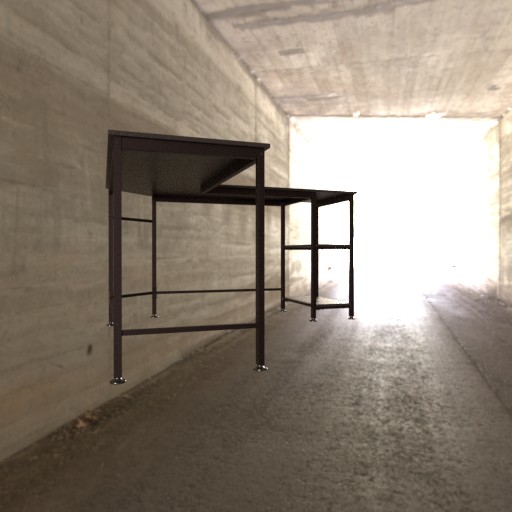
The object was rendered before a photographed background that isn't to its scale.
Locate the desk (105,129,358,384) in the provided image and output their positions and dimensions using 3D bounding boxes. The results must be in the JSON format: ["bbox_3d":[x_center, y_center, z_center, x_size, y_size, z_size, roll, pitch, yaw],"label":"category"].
[{"bbox_3d":[0.000,0.000,2.156,1.379,0.739,1.379,0,0,-19],"label":"desk"}]
